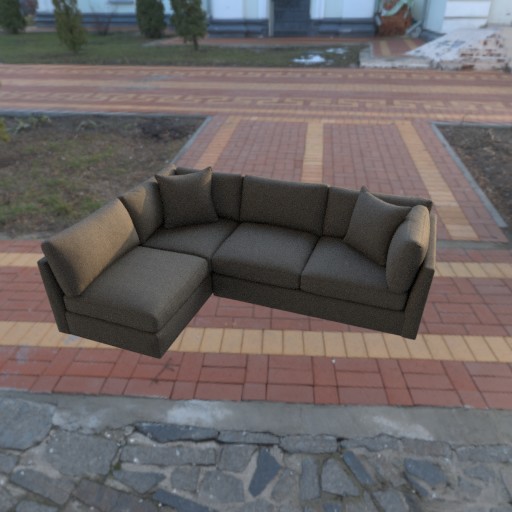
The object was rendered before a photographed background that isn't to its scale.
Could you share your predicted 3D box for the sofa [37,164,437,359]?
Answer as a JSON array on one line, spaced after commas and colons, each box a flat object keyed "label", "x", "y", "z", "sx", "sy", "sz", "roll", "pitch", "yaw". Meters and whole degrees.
[{"label": "sofa", "x": 0.000, "y": 0.000, "z": 3.874, "sx": 2.896, "sy": 0.978, "sz": 1.994, "roll": 10, "pitch": 32, "yaw": 17}]
